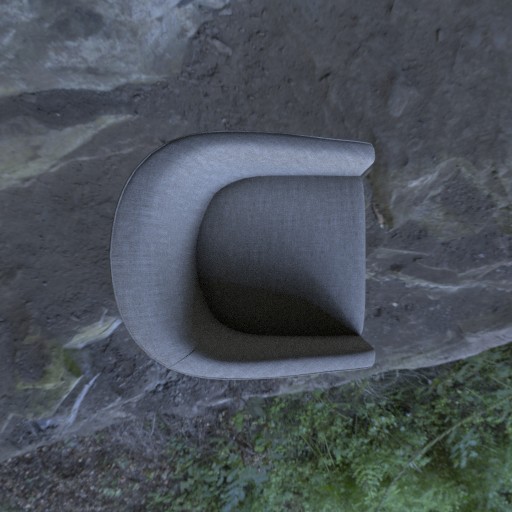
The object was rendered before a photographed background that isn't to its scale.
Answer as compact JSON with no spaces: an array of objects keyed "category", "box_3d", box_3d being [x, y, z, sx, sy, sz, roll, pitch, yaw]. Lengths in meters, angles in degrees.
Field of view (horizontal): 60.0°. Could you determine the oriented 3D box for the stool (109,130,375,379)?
[{"category":"stool","box_3d":[0.000,0.000,1.424,0.607,1.078,0.559,0,90,-1]}]
